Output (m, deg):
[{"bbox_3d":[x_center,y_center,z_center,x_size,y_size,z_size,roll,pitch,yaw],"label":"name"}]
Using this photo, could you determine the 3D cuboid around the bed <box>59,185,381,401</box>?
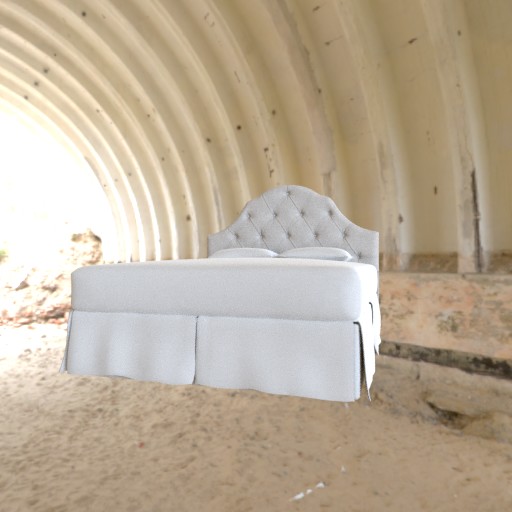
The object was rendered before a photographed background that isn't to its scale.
[{"bbox_3d":[0.000,0.000,3.822,2.039,1.617,2.477,0,-1,17],"label":"bed"}]
